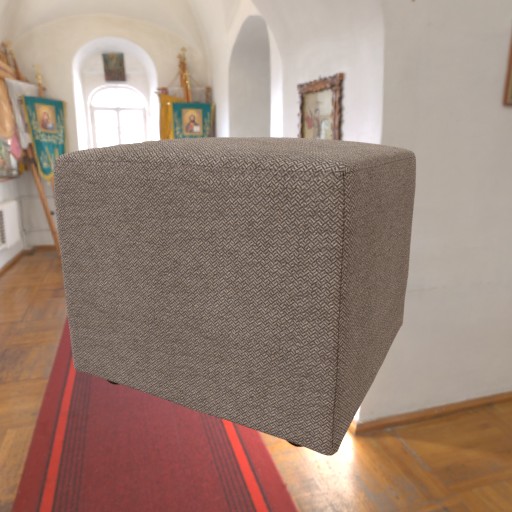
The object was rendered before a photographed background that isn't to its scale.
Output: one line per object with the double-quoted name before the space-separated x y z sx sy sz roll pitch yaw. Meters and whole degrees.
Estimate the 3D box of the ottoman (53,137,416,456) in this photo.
"ottoman" 0.000 0.000 0.875 0.512 0.453 0.519 8 17 27
